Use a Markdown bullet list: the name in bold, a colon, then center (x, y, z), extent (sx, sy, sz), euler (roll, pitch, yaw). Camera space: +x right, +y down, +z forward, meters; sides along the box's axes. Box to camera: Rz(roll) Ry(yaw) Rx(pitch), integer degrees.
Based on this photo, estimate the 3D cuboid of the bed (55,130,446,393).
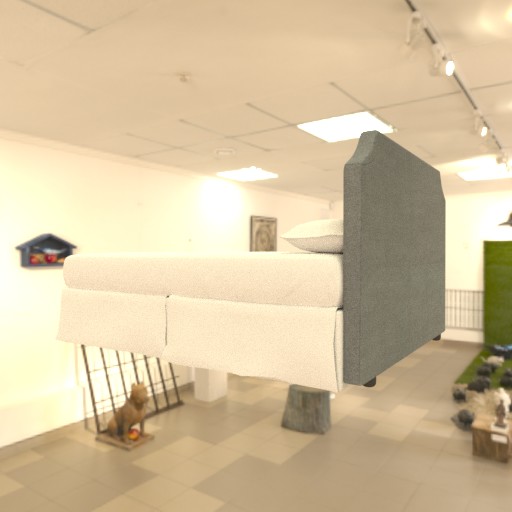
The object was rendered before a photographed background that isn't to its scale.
- **bed**: center (0.000, 0.000, 3.516), extent (2.464, 1.306, 1.977), euler (0, 0, 35)
